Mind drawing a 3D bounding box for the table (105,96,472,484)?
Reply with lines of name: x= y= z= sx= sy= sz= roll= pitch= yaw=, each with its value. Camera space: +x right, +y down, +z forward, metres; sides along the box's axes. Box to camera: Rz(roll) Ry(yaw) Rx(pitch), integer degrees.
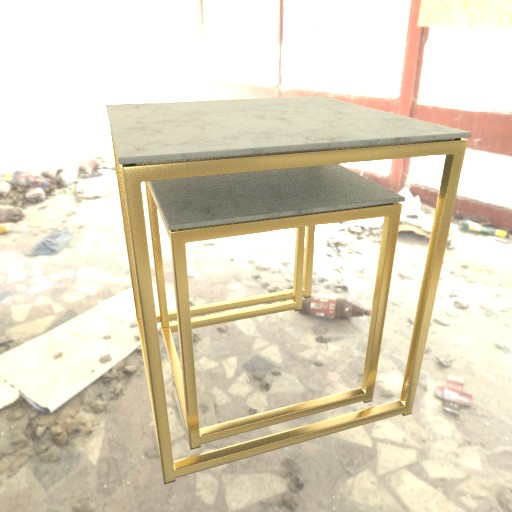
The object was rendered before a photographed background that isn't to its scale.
table: x=0.000 y=0.000 z=0.820 sx=0.450 sy=0.500 sz=0.450 roll=-8 pitch=27 yaw=-17
